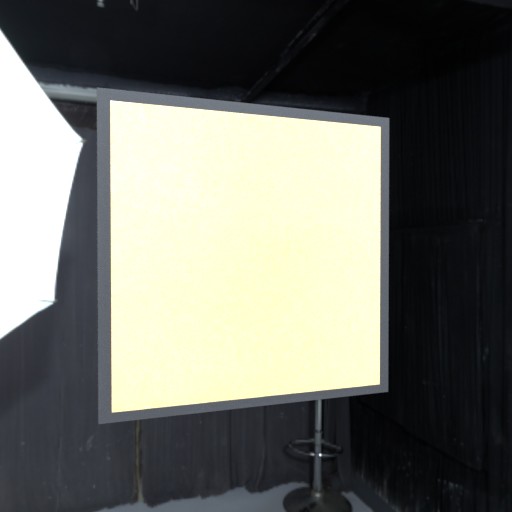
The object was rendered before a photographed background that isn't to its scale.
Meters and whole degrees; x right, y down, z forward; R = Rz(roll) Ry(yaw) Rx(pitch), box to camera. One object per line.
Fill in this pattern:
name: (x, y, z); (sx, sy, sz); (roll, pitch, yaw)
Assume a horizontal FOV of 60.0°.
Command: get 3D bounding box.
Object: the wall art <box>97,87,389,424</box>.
wall art: (0.000, 0.000, 1.133); (0.762, 0.760, 0.037); (0, 1, -18)
